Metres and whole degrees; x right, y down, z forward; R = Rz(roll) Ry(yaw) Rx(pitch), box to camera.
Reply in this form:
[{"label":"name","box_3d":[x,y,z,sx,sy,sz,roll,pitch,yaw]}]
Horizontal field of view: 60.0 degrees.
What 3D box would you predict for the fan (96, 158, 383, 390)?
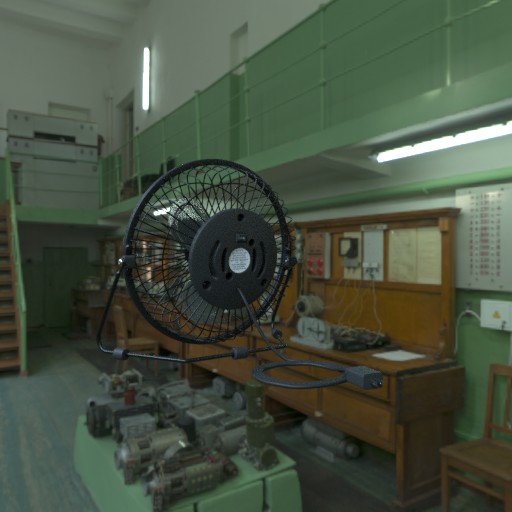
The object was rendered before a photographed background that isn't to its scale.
[{"label":"fan","box_3d":[0.000,0.000,0.383,0.209,0.188,0.227,0,0,-35]}]
